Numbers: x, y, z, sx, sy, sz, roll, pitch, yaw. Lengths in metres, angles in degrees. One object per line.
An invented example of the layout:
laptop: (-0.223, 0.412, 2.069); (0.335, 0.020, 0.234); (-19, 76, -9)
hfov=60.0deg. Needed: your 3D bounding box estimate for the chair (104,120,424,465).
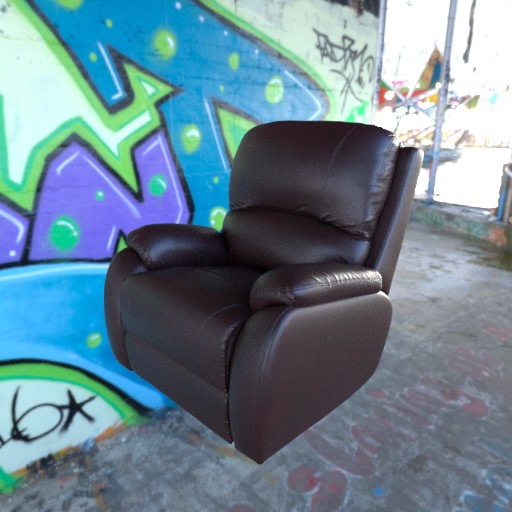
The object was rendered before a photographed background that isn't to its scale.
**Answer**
chair: (0.000, 0.000, 1.723); (0.930, 1.011, 0.899); (16, 23, 42)
